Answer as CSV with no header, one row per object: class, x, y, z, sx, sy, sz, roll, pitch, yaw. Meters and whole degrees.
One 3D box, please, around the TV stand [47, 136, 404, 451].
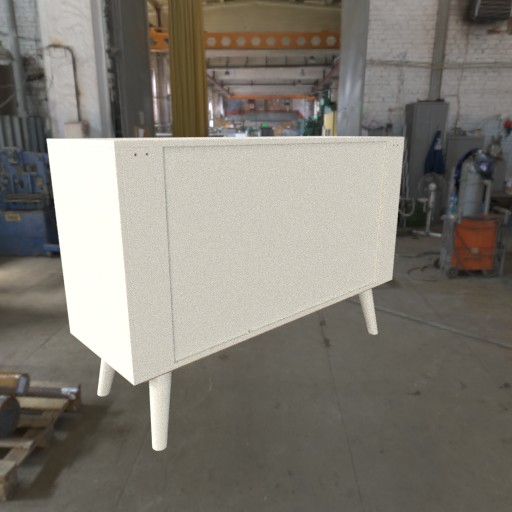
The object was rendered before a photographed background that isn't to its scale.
TV stand,0.000,0.000,1.574,1.193,0.812,0.406,-14,21,-41
